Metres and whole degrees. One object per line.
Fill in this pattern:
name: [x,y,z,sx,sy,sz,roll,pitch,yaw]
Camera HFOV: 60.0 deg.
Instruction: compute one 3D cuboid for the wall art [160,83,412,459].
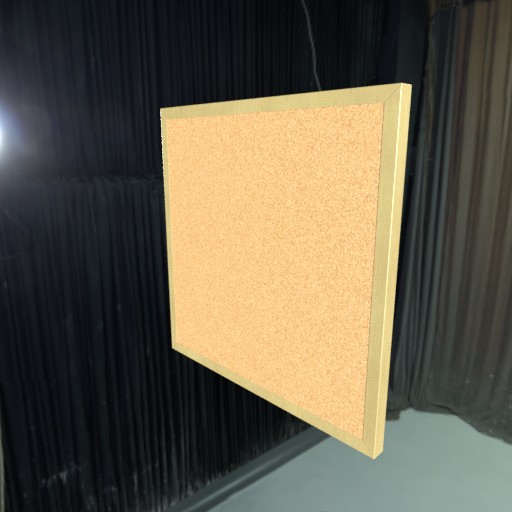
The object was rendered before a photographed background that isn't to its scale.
wall art: [0.000,0.000,1.140,0.037,0.763,0.763,-13,19,-43]
